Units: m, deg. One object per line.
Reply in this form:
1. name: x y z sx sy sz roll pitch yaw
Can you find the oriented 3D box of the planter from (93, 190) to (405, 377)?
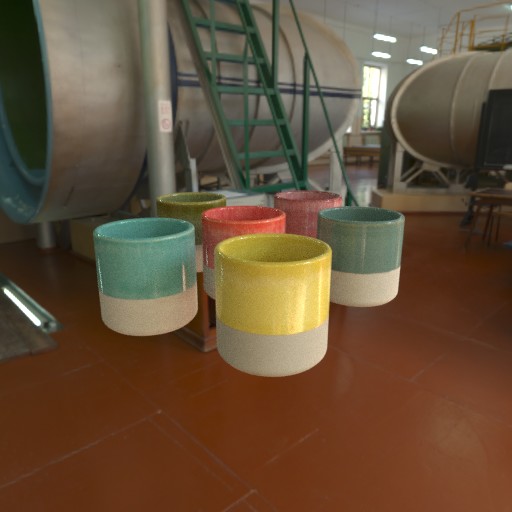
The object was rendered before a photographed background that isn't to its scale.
1. planter: 0.000 0.000 0.396 0.257 0.075 0.286 -2 17 -8
